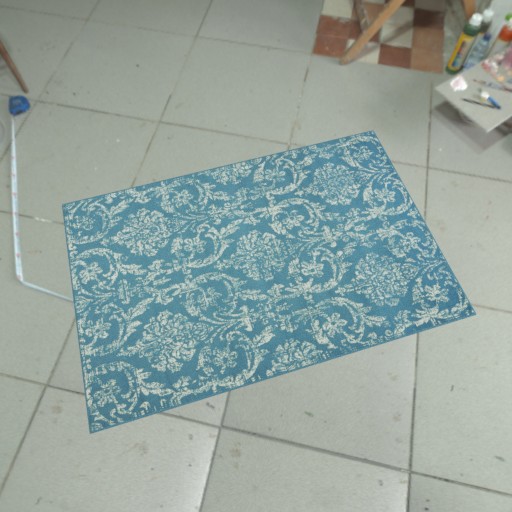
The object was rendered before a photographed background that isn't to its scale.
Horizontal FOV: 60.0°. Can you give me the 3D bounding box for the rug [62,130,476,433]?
[{"bbox_3d":[0.000,0.000,3.384,2.746,0.018,1.816,-15,64,-8],"label":"rug"}]
